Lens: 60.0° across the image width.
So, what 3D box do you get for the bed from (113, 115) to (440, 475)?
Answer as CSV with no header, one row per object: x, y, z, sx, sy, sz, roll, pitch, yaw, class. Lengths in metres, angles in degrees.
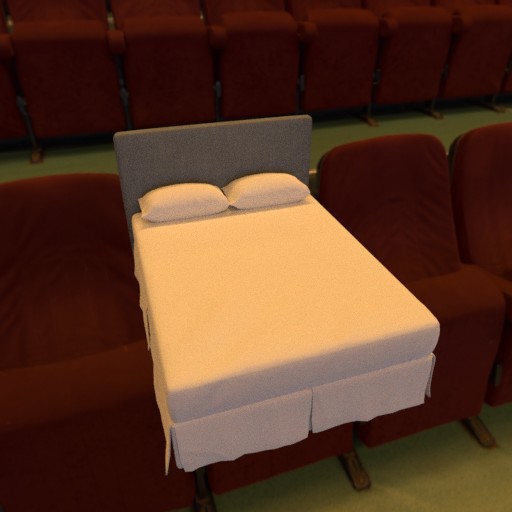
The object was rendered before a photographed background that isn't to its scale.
0.000,0.000,3.133,1.713,1.330,2.142,-10,34,-15,bed
